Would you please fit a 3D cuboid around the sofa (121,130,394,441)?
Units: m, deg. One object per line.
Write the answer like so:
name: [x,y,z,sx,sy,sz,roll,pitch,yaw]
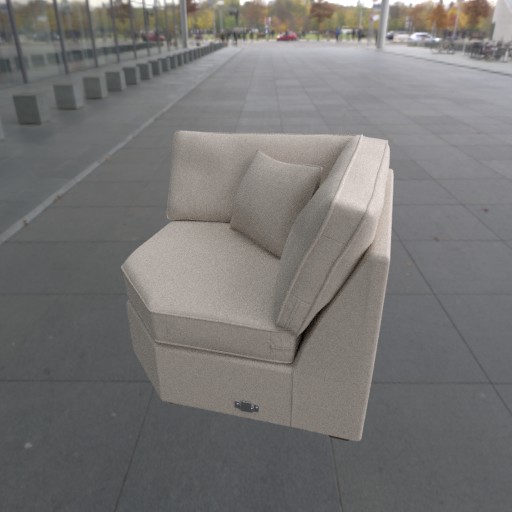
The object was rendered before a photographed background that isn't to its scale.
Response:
sofa: [0.000,0.000,1.893,1.050,0.937,1.042,8,28,14]
